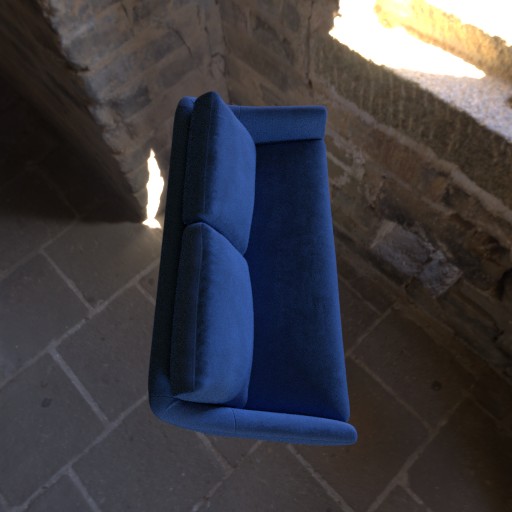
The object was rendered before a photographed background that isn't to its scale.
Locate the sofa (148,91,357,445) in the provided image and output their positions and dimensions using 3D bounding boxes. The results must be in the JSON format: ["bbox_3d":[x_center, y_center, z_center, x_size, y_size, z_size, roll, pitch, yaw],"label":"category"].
[{"bbox_3d":[0.000,0.000,2.583,0.960,0.903,2.036,0,64,0],"label":"sofa"}]
